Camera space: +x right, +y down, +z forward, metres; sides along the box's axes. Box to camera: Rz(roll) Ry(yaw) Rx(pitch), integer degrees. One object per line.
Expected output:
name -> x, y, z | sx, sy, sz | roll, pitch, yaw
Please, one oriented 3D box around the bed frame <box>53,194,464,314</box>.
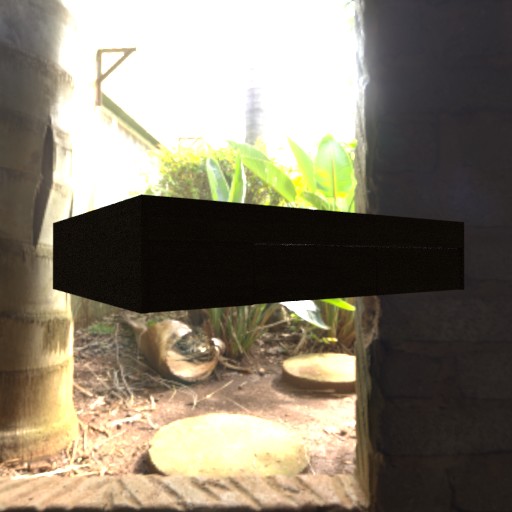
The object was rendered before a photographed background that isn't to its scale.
bed frame -> 0.000, 0.000, 2.610 | 1.944, 0.459, 1.448 | 0, 0, -35
